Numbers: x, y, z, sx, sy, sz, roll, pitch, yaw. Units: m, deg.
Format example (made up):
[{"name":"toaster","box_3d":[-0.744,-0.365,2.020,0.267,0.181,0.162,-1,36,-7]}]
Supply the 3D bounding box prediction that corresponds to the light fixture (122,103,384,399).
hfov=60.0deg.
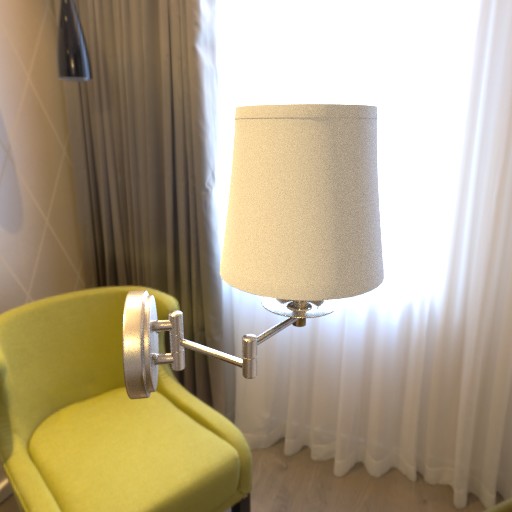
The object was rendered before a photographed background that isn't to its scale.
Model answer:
[{"name":"light fixture","box_3d":[0.000,0.000,0.598,0.348,0.381,0.223,-2,16,-8]}]
